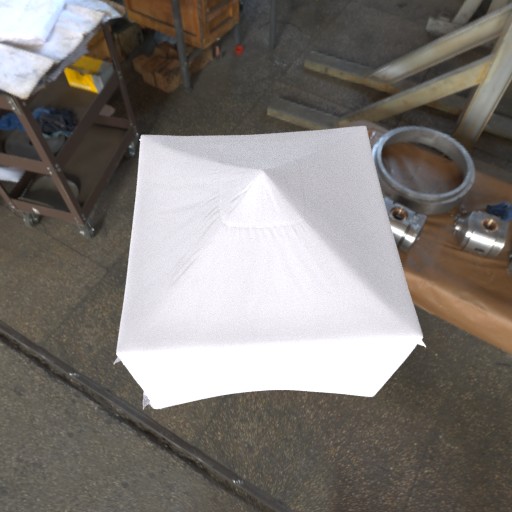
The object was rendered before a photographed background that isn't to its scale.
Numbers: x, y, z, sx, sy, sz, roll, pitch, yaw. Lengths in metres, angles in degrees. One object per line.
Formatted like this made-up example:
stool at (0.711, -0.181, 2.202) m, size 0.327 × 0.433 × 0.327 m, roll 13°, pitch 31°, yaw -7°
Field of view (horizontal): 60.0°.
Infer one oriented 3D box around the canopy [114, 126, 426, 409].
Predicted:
canopy at (0.000, 0.000, 5.482) m, size 3.121 × 2.997 × 3.043 m, roll -3°, pitch 58°, yaw -2°
